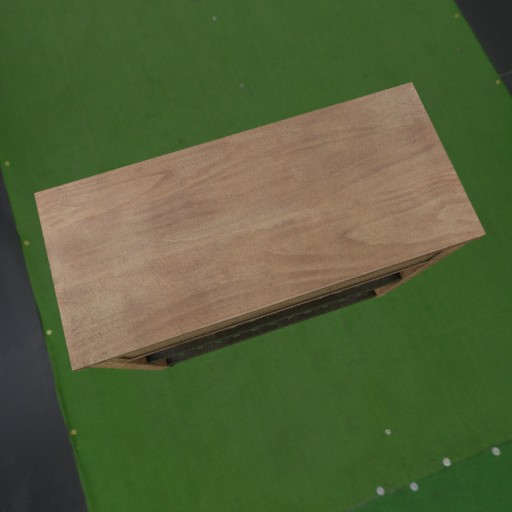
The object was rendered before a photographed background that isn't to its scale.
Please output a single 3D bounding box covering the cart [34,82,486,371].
[{"bbox_3d":[0.000,0.000,0.957,0.686,0.554,0.298,-18,76,-5],"label":"cart"}]
